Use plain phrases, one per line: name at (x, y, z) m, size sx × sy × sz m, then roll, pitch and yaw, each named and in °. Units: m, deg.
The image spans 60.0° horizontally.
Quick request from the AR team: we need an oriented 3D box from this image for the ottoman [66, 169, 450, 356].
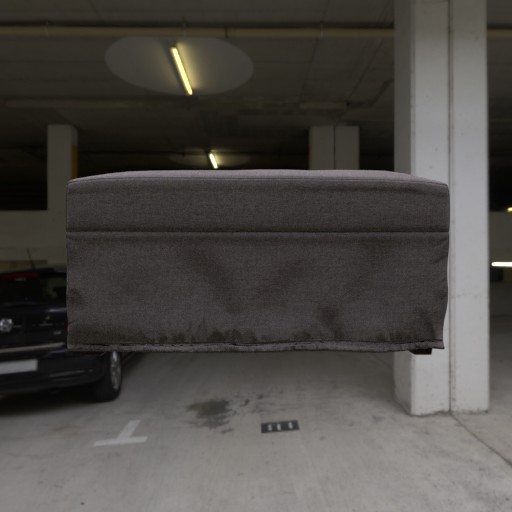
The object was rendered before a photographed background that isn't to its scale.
ottoman at (0.000, 0.000, 1.341) m, size 0.840 × 0.436 × 0.843 m, roll 0°, pitch 0°, yaw -1°
